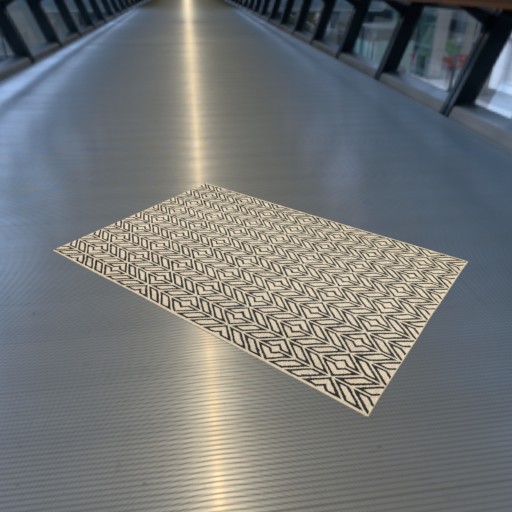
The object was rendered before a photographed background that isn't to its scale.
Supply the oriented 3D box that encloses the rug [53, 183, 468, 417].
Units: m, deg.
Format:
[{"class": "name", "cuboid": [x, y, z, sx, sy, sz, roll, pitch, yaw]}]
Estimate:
[{"class": "rug", "cuboid": [0.000, 0.000, 2.344, 1.828, 0.007, 1.220, 21, 37, 31]}]
